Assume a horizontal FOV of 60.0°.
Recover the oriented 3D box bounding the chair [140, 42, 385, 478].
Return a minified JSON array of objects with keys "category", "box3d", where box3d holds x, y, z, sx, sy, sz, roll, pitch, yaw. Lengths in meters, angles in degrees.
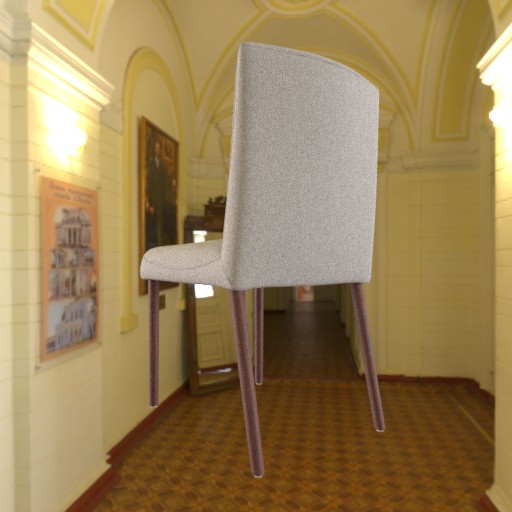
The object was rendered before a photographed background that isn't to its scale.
[{"category":"chair","box3d":[0.000,0.000,1.185,0.456,0.859,0.570,0,0,-37]}]
